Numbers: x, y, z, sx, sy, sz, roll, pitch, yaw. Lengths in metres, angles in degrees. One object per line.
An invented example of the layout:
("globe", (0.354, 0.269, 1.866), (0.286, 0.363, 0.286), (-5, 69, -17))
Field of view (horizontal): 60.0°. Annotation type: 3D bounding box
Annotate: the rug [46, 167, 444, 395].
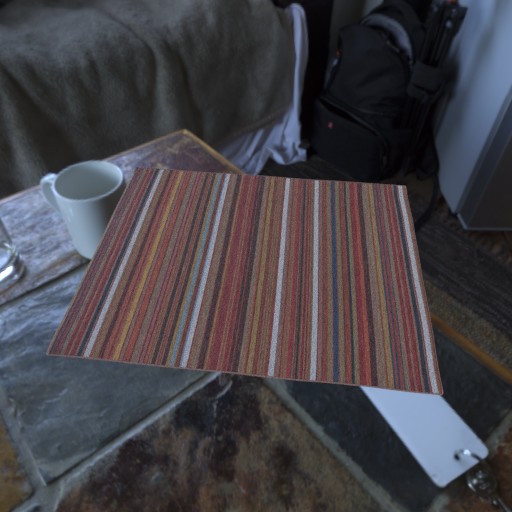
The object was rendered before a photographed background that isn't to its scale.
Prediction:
("rug", (0.000, 0.000, 4.220), (3.092, 0.023, 2.479), (5, 48, 4))
